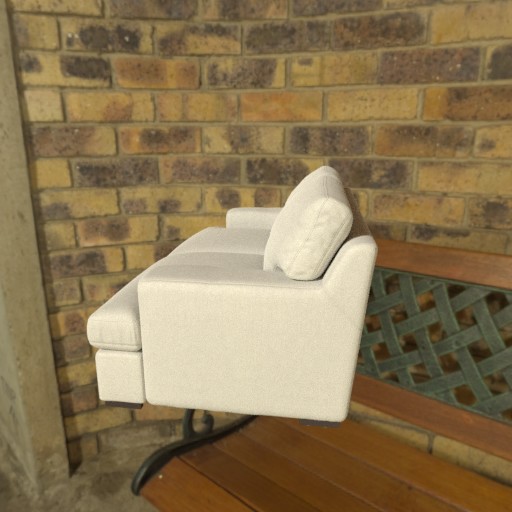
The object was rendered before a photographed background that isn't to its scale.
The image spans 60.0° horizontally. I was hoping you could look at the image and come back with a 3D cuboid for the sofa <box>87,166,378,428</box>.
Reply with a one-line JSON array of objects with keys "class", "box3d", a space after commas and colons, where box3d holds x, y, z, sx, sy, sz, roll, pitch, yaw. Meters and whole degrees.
[{"class": "sofa", "box3d": [0.000, 0.000, 2.556, 1.143, 0.940, 1.880, 2, 15, 8]}]
